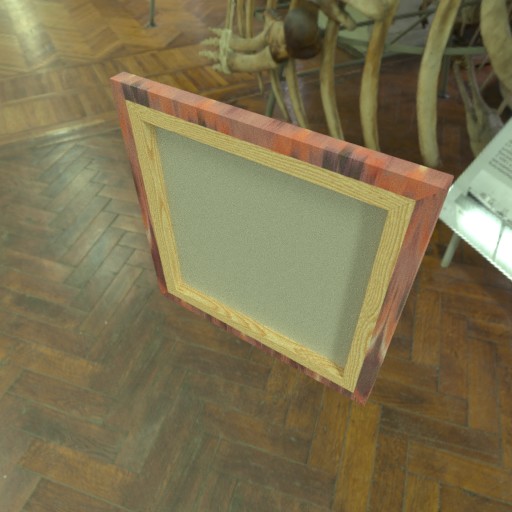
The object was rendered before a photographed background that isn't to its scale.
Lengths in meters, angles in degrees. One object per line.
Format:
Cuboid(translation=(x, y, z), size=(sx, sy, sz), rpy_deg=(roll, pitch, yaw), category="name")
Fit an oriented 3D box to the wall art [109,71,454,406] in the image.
Cuboid(translation=(0.000, 0.000, 0.908), size=(0.603, 0.609, 0.037), rpy_deg=(25, 51, 22), category="wall art")
